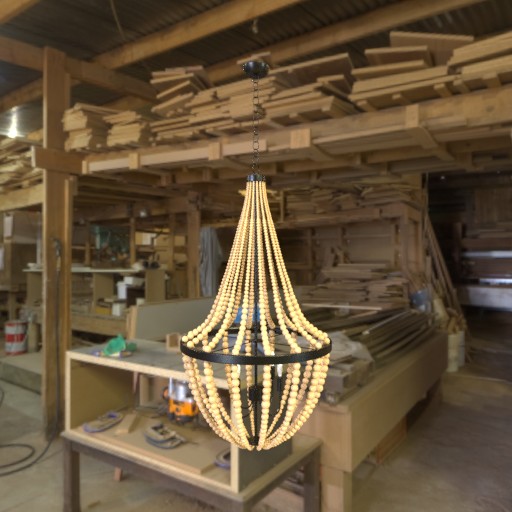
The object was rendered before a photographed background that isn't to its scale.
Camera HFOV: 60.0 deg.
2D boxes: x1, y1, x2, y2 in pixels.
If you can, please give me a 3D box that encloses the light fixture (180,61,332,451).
[{"bbox_3d":[0.000,0.000,1.331,0.450,1.133,0.450,0,0,0],"label":"light fixture"}]
